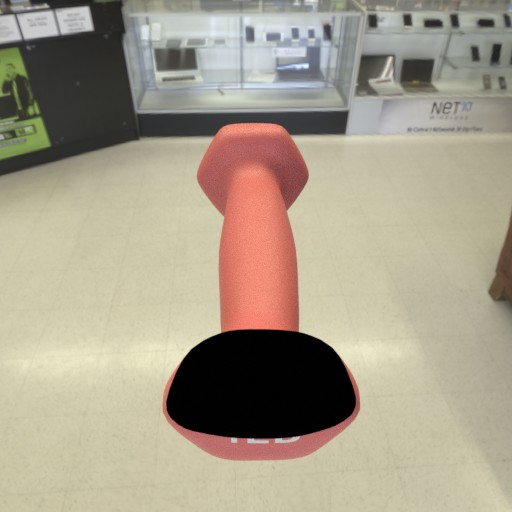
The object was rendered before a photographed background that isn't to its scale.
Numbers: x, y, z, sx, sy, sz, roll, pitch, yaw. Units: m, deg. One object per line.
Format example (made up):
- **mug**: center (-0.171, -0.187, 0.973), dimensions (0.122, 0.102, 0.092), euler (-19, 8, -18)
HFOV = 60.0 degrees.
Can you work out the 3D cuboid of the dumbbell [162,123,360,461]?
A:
- **dumbbell**: center (0.000, 0.000, 0.146), dimensions (0.047, 0.043, 0.123), euler (-1, 40, -1)
